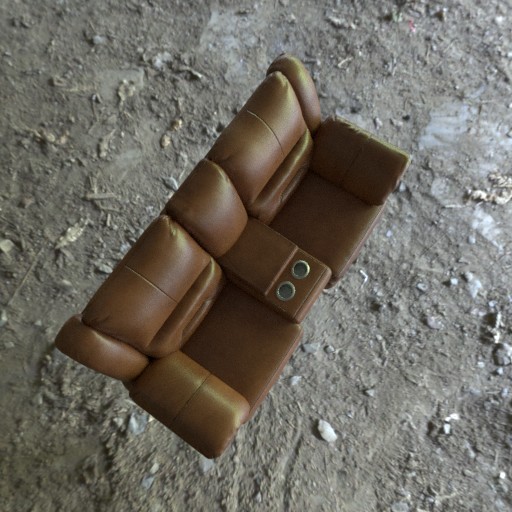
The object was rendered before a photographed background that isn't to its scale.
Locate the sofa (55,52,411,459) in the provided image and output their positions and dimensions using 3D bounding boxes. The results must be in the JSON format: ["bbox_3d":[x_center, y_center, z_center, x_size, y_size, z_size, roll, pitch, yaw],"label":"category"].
[{"bbox_3d":[0.000,0.000,2.583,0.991,1.043,2.058,33,77,9],"label":"sofa"}]
